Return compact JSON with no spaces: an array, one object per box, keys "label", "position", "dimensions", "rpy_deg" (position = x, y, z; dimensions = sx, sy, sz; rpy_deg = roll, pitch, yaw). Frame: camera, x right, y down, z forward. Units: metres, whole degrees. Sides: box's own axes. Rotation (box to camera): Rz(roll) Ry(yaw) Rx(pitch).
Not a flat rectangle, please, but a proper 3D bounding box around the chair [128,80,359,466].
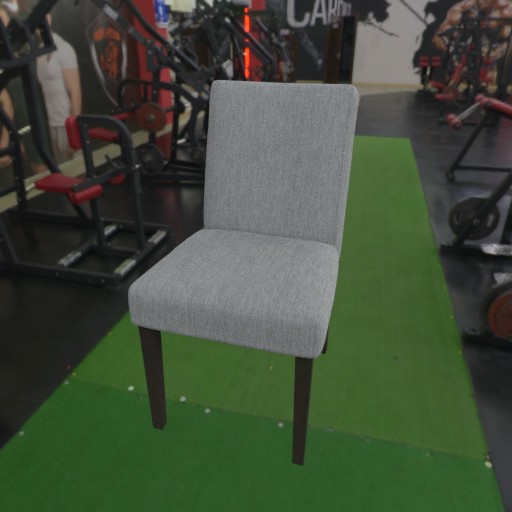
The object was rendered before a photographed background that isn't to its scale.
[{"label":"chair","position":[0.000,0.000,1.274],"dimensions":[0.487,0.884,0.629],"rpy_deg":[8,28,15]}]
